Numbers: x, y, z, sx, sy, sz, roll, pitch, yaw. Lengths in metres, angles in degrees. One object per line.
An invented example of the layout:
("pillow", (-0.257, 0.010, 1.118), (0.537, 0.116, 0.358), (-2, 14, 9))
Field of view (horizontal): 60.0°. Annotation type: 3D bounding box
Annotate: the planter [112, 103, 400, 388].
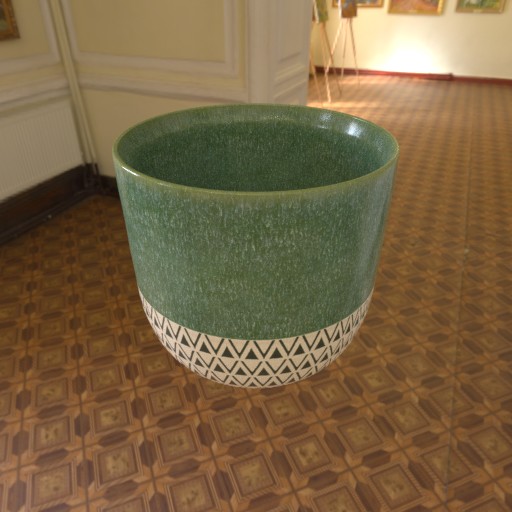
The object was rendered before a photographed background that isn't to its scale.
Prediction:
("planter", (0.000, 0.000, 0.495), (0.266, 0.270, 0.266), (0, 32, 0))
